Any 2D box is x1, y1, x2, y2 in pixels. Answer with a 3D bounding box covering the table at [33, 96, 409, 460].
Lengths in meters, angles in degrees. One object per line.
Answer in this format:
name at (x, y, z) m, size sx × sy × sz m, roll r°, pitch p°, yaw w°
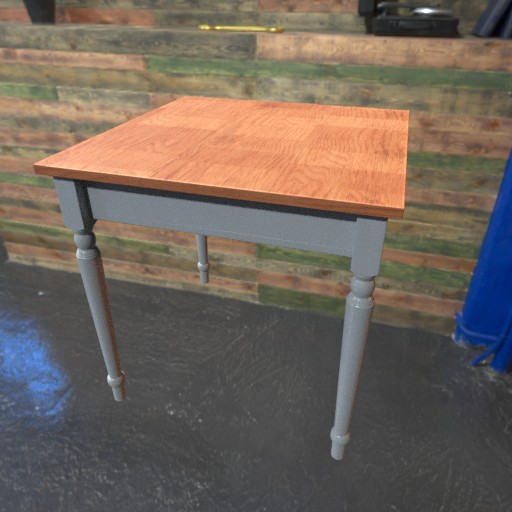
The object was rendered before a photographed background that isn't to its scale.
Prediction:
table at (0.000, 0.000, 1.325) m, size 0.747 × 0.738 × 0.747 m, roll 9°, pitch 32°, yaw 15°
